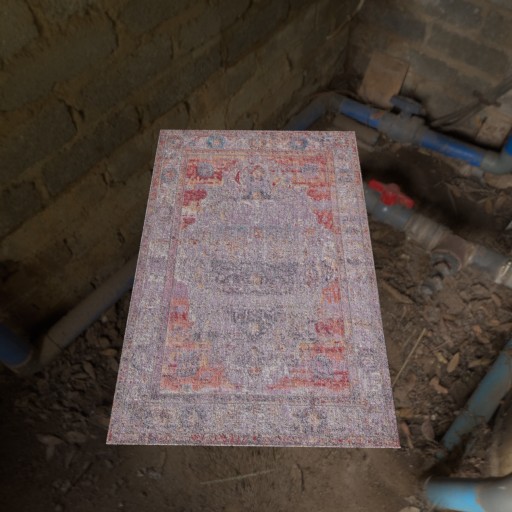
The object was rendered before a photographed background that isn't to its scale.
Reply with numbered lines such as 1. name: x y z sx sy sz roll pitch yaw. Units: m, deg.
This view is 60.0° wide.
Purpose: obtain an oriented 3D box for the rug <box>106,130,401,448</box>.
1. rug: 0.000 0.000 2.301 1.219 0.005 1.829 1 59 0
